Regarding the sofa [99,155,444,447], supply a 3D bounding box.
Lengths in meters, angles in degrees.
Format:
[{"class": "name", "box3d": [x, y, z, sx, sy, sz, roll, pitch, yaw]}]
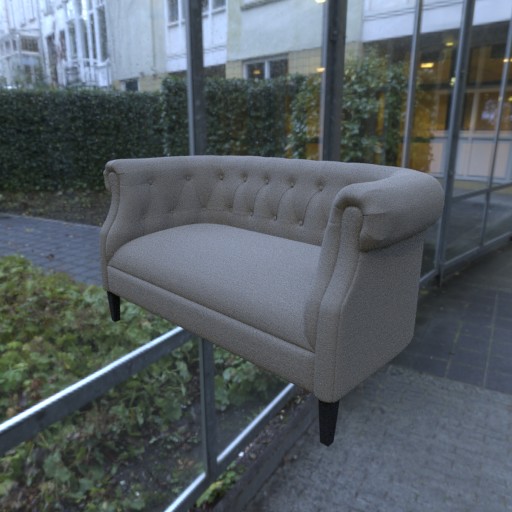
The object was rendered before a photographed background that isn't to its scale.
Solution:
[{"class": "sofa", "box3d": [0.000, 0.000, 2.016, 1.558, 0.827, 0.835, 15, 22, 42]}]
